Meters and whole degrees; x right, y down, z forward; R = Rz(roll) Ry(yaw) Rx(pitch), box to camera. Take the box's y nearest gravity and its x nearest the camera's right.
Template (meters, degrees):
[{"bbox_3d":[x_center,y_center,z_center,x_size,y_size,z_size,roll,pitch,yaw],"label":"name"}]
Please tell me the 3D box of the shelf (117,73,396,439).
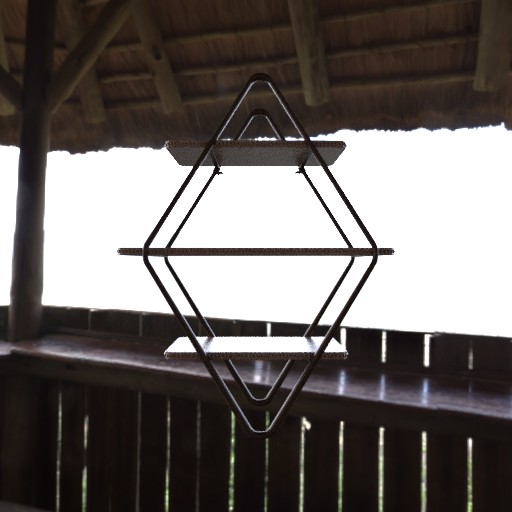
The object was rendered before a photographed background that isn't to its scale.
[{"bbox_3d":[0.000,0.000,1.046,0.609,0.774,0.234,0,-1,0],"label":"shelf"}]
